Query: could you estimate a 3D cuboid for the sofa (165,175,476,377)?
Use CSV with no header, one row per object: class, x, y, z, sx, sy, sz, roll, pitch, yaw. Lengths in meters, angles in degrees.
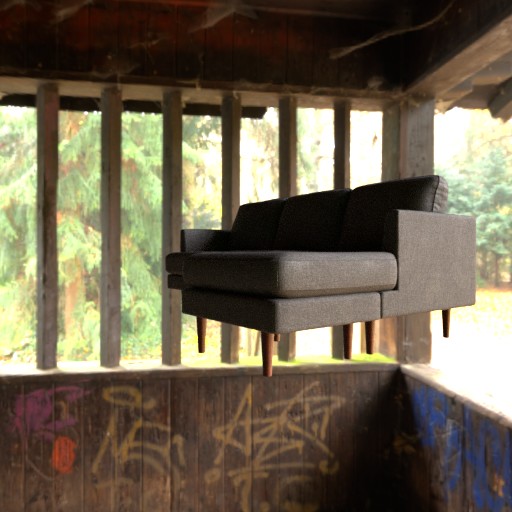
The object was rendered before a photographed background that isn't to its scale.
sofa,0.000,0.000,2.975,1.504,0.956,2.233,0,0,-37
